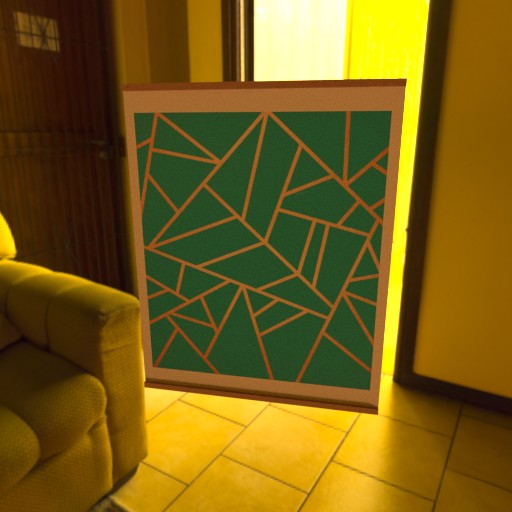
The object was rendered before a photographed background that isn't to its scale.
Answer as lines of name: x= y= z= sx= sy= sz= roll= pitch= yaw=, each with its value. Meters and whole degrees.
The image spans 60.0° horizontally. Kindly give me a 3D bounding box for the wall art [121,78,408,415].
wall art: x=0.000 y=0.000 z=0.690 sx=0.405 sy=0.508 sz=0.012 roll=3 pitch=16 yaw=11
